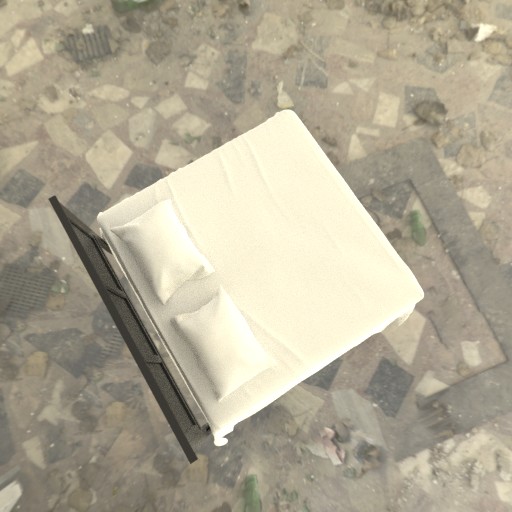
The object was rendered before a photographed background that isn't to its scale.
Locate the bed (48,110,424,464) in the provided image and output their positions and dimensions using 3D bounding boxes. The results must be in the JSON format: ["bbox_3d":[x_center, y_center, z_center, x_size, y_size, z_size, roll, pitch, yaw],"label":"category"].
[{"bbox_3d":[0.000,0.000,3.633,2.219,1.271,2.315,-31,78,-8],"label":"bed"}]
